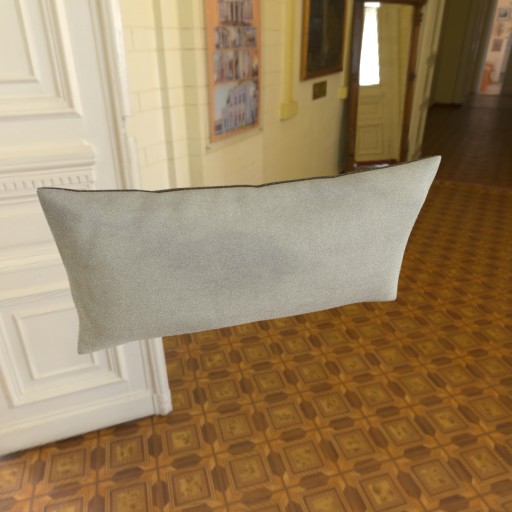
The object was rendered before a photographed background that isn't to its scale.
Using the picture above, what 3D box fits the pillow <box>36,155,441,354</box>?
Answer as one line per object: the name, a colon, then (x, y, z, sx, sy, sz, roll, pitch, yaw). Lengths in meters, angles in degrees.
pillow: (0.000, 0.000, 0.732, 0.608, 0.305, 0.156, -8, 28, -15)
